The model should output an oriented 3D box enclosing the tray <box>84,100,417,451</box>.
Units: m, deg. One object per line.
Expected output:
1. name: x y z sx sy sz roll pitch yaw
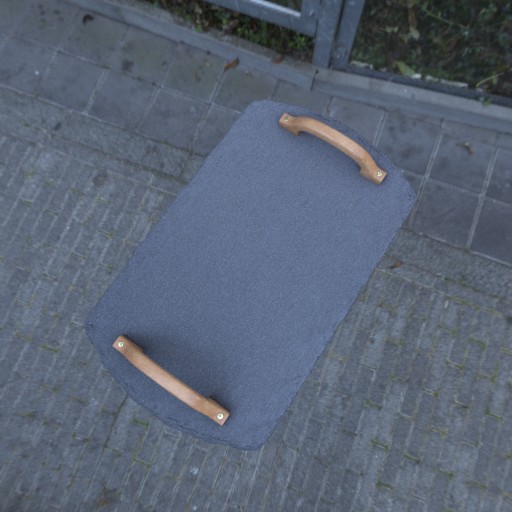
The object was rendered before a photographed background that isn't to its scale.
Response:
1. tray: 0.000 0.000 0.479 0.231 0.062 0.387 33 78 8
